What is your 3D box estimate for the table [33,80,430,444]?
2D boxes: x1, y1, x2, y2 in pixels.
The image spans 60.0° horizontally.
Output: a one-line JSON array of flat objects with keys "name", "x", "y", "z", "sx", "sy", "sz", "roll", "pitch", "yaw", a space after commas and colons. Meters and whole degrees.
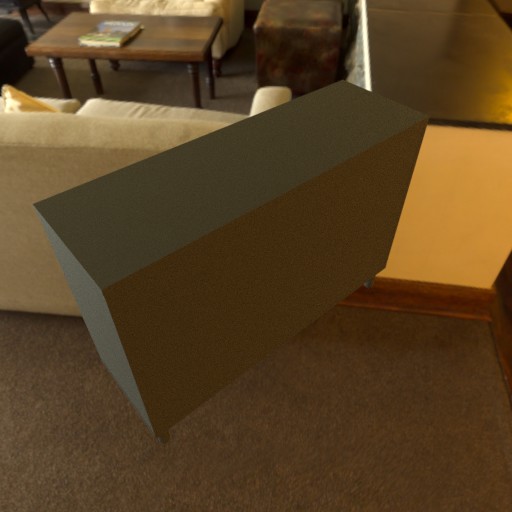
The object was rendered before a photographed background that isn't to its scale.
[{"name": "table", "x": 0.000, "y": 0.000, "z": 1.622, "sx": 1.200, "sy": 0.855, "sz": 0.400, "roll": -31, "pitch": 52, "yaw": -28}]
